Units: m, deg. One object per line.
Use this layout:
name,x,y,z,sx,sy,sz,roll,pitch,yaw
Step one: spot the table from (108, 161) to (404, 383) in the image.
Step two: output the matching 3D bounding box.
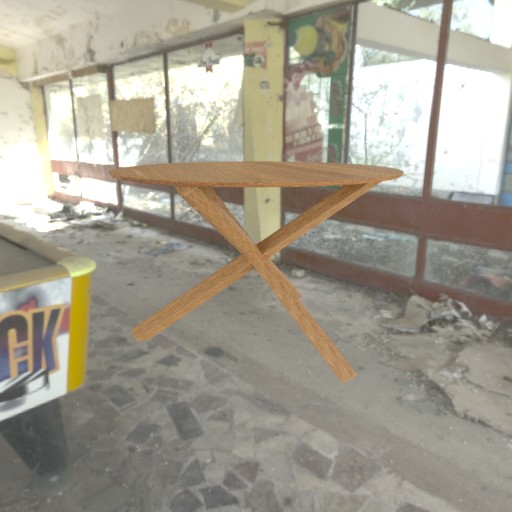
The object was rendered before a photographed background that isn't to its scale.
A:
table,0.000,0.000,1.719,1.038,0.666,1.038,0,15,0
